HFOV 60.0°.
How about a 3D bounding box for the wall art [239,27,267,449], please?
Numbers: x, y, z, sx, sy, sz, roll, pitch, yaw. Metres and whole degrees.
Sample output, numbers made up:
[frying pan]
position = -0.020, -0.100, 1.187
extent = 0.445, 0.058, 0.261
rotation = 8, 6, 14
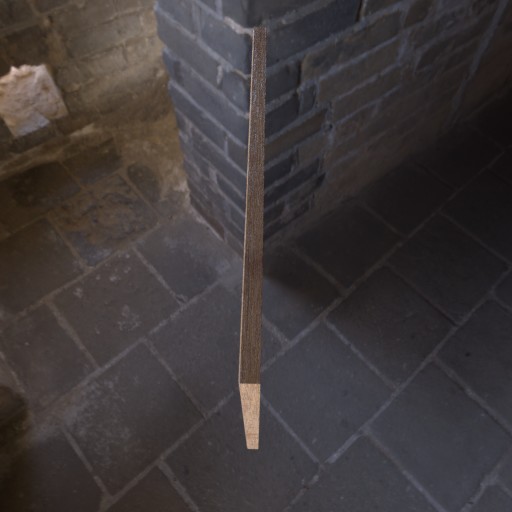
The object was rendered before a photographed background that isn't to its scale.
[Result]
[wall art]
position = 0.000, 0.000, 0.945
extent = 0.026, 0.588, 0.690
rotation = 1, 60, 1
